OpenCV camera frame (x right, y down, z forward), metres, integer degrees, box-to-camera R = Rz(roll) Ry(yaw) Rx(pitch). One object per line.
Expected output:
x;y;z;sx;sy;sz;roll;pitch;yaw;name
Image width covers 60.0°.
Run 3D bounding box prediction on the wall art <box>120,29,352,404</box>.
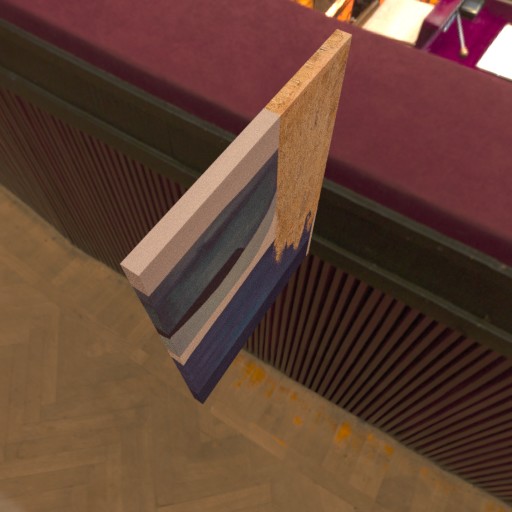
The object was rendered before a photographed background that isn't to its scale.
0.000;0.000;0.801;0.026;0.613;0.458;30;64;16;wall art
